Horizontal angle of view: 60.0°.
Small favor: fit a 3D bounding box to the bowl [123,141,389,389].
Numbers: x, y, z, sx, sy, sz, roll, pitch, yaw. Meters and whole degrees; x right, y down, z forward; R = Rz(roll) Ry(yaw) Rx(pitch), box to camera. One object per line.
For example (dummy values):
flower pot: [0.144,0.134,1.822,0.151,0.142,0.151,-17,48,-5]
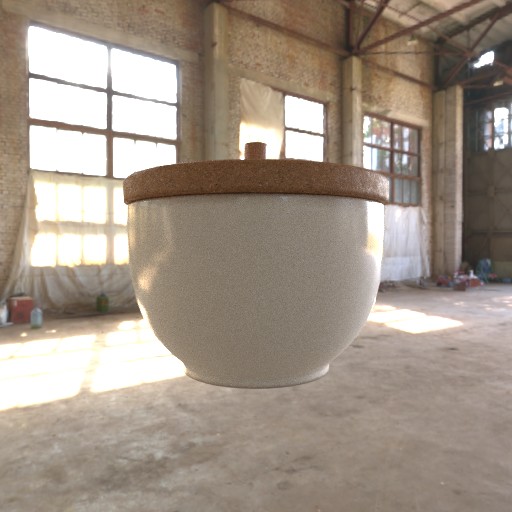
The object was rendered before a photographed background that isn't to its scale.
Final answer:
bowl: [0.000,0.000,0.220,0.126,0.110,0.126,0,1,0]
